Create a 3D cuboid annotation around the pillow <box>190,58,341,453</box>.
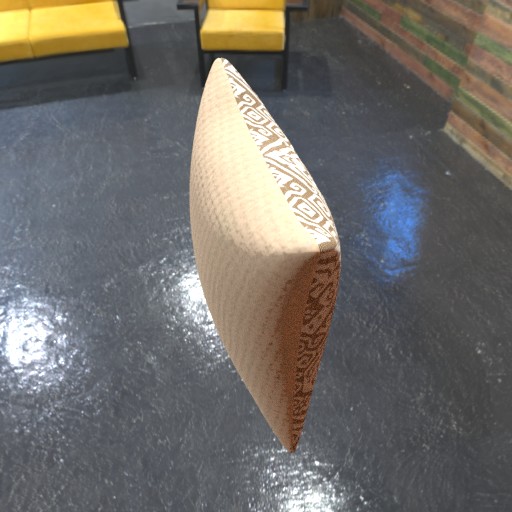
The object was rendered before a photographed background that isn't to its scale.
[{"bbox_3d":[0.000,0.000,0.639,0.173,0.407,0.419,-11,46,-10],"label":"pillow"}]
